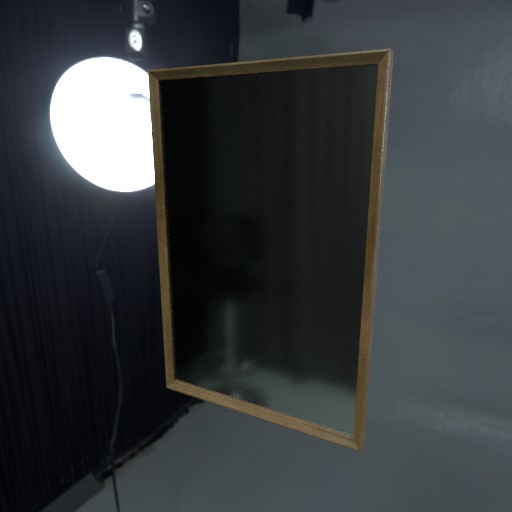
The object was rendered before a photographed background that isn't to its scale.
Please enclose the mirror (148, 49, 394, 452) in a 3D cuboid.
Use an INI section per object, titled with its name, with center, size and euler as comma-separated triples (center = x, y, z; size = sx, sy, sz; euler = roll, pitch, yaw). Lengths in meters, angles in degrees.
[mirror]
center = 0.000, 0.000, 1.130
size = 0.609, 0.915, 0.041
euler = 8, 17, 27
